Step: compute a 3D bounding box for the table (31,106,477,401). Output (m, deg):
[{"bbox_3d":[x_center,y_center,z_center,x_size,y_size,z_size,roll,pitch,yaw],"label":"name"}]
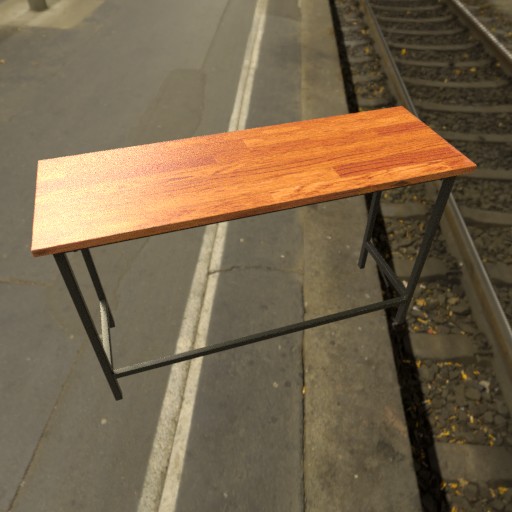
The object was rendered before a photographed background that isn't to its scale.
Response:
[{"bbox_3d":[0.000,0.000,1.535,1.204,0.740,0.408,-12,45,-13],"label":"table"}]
